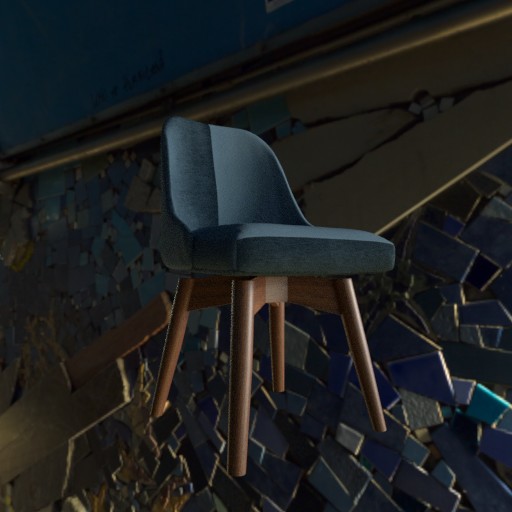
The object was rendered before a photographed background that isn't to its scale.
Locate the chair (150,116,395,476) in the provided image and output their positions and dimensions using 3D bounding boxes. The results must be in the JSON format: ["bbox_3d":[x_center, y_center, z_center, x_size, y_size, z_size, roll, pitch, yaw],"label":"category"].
[{"bbox_3d":[0.000,0.000,1.213,0.503,0.882,0.589,1,-2,-34],"label":"chair"}]
